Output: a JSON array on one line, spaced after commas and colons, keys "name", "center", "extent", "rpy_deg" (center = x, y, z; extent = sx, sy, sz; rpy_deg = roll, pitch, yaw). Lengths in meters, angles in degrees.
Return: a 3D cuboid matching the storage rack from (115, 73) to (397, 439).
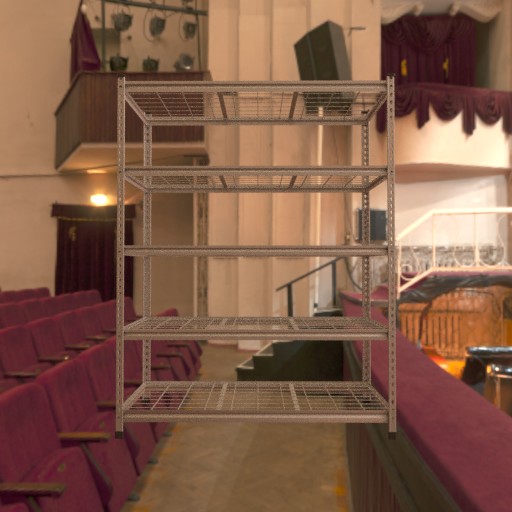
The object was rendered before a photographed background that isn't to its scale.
[{"name": "storage rack", "center": [0.000, 0.000, 2.705], "extent": [1.524, 1.981, 0.610], "rpy_deg": [0, -1, 0]}]
